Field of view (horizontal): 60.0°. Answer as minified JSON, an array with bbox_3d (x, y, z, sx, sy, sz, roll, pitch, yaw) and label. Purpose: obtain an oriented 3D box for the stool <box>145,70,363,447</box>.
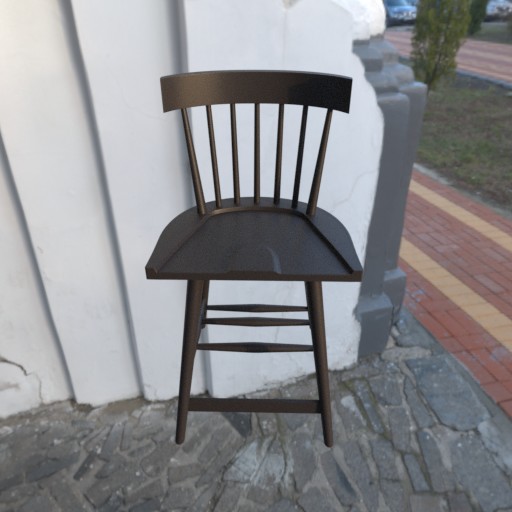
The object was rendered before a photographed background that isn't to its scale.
[{"bbox_3d":[0.000,0.000,1.273,0.494,0.953,0.549,1,31,1],"label":"stool"}]
